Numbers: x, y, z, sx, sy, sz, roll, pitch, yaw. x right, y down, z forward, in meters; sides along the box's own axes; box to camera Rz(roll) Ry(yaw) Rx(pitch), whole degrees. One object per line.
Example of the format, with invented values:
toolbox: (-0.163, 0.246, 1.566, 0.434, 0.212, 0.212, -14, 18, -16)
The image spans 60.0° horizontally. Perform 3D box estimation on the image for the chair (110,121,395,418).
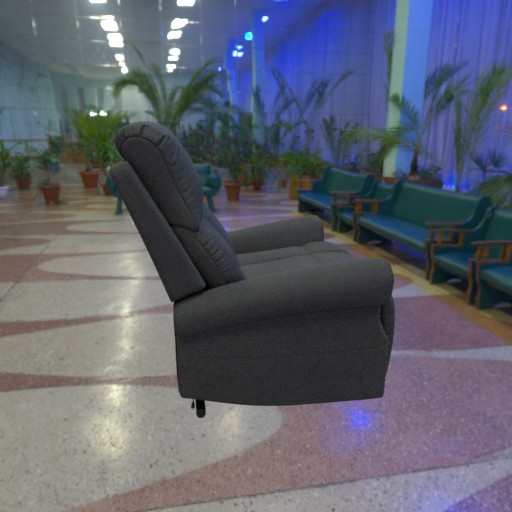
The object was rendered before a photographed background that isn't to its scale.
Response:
chair: (0.000, 0.000, 1.778, 0.979, 1.031, 0.871, -3, 17, -10)
